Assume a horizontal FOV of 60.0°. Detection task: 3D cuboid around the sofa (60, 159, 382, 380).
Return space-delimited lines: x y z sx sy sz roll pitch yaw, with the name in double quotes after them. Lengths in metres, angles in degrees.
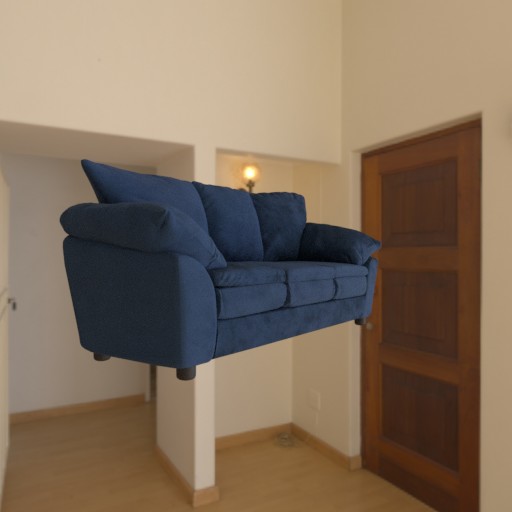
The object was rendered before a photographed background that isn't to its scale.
0.000 0.000 2.940 0.907 1.091 2.390 0 0 36 "sofa"
